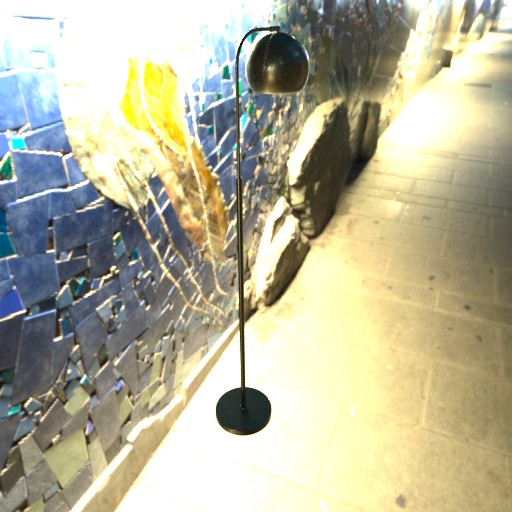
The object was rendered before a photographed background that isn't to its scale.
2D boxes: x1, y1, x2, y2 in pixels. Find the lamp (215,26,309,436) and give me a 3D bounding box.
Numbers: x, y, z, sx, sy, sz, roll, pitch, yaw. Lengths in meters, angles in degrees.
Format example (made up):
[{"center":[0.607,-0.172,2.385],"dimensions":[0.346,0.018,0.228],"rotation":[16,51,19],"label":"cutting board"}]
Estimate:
[{"center":[0.000,0.000,1.662],"dimensions":[0.250,1.526,0.431],"rotation":[21,35,32],"label":"lamp"}]
